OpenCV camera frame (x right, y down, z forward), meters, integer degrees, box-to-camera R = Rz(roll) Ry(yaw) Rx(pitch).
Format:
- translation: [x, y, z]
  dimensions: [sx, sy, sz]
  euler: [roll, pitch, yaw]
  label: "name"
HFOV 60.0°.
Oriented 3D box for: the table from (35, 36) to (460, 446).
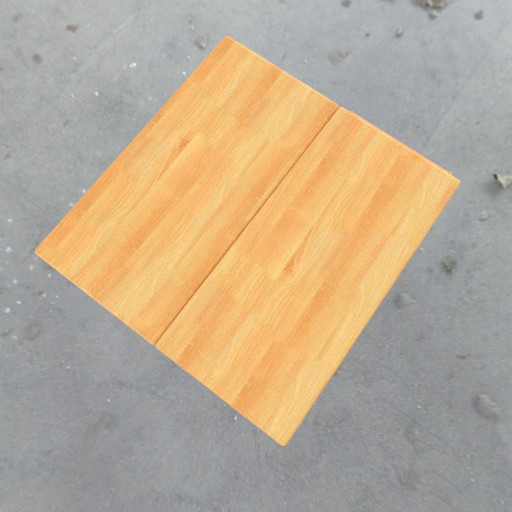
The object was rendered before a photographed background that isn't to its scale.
- translation: [0.000, 0.000, 1.420]
  dimensions: [0.693, 0.832, 0.752]
  euler: [35, 78, 9]
  label: "table"
